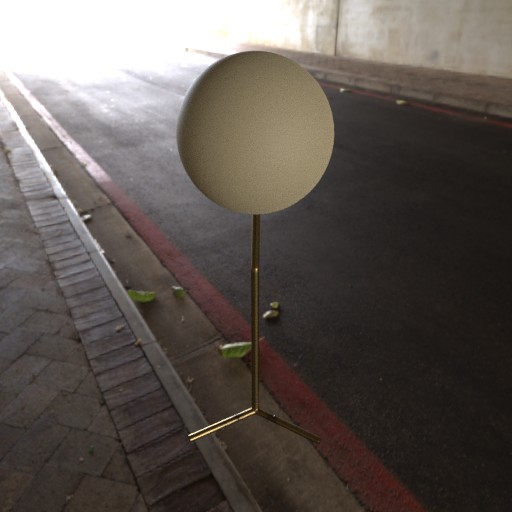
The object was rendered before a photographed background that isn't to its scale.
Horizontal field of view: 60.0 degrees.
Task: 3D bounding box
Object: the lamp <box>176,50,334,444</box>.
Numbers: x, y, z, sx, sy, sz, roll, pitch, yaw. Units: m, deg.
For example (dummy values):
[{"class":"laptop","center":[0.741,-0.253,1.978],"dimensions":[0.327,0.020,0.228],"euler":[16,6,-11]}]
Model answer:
[{"class":"lamp","center":[0.000,0.000,0.649],"dimensions":[0.210,0.552,0.251],"euler":[1,30,1]}]
